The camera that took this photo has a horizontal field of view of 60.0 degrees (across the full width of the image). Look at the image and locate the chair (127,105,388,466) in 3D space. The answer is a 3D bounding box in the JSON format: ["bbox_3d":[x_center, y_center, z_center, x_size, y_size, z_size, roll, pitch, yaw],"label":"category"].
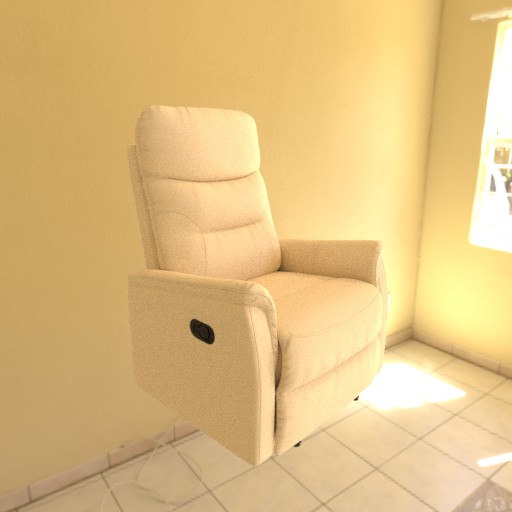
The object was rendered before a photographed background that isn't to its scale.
[{"bbox_3d":[0.000,0.000,1.670,0.831,1.082,0.775,14,21,42],"label":"chair"}]
